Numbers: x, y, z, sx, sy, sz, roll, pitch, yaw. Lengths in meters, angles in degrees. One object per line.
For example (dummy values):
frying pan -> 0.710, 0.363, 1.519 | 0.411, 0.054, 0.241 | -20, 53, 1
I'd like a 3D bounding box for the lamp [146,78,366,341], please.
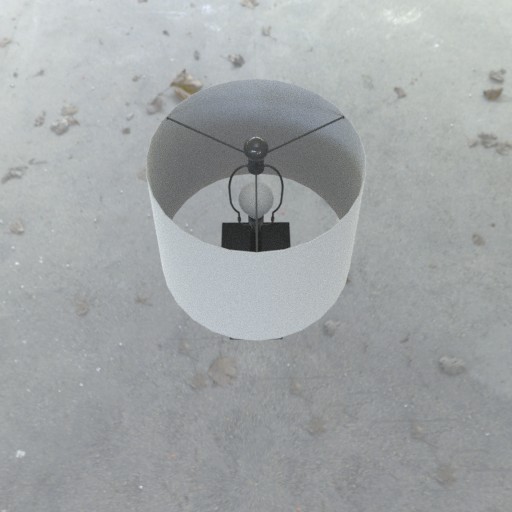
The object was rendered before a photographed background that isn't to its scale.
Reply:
lamp -> 0.000, 0.000, 0.777 | 0.320, 0.591, 0.320 | 0, 63, 0
